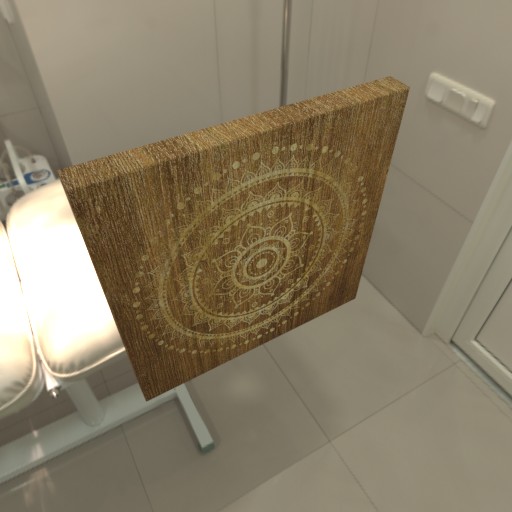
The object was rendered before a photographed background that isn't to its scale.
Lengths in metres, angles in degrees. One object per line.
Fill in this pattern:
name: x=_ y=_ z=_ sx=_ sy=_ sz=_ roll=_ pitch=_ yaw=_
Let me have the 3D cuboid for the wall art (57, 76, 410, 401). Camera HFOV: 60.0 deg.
wall art: x=0.000 y=0.000 z=0.614 sx=0.406 sy=0.403 sz=0.039 roll=-22 pitch=50 yaw=-21
